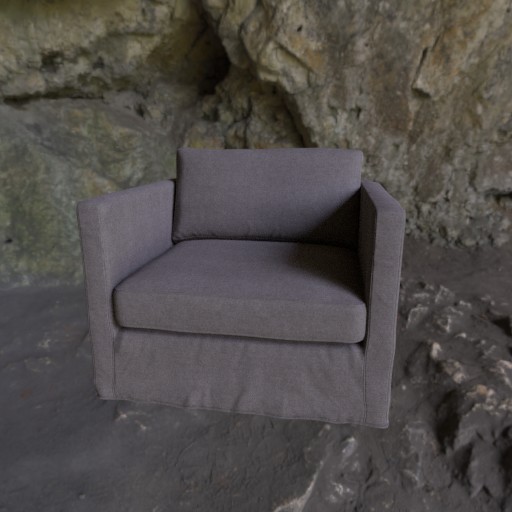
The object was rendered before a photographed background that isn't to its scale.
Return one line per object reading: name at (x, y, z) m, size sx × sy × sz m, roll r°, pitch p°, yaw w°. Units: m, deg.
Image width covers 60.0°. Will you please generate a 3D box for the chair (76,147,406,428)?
chair at (0.000, 0.000, 1.834) m, size 1.057 × 0.863 × 0.949 m, roll 3°, pitch 15°, yaw 9°
